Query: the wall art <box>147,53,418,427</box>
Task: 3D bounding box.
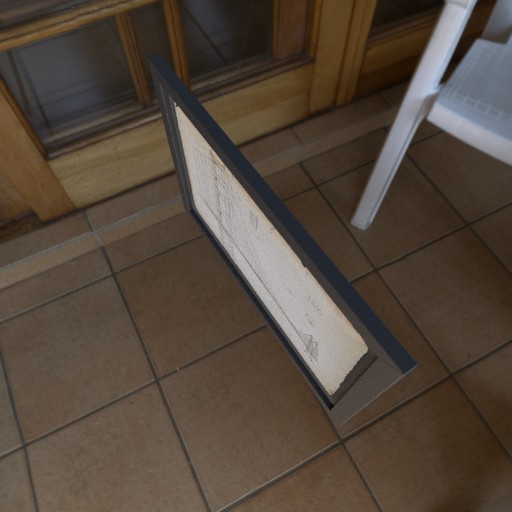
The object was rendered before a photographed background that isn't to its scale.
[{"bbox_3d":[0.000,0.000,0.559,0.016,0.306,0.432,-30,66,-15],"label":"wall art"}]
